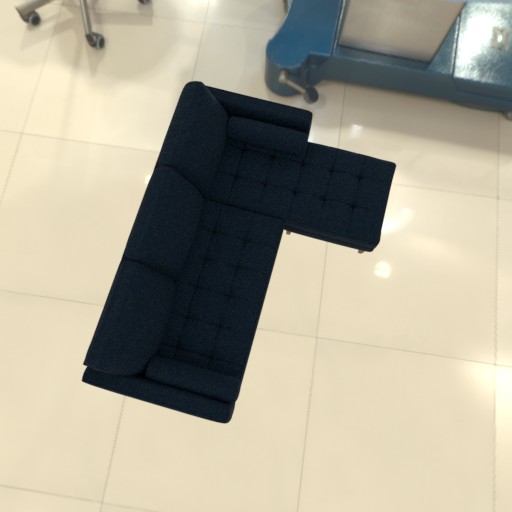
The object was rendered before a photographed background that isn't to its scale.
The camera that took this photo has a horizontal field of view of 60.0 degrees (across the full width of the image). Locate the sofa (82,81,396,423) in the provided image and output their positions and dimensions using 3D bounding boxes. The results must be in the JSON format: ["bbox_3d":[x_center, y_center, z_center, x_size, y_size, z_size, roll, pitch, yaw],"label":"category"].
[{"bbox_3d":[0.000,0.000,3.033,1.613,0.841,2.185,15,76,4],"label":"sofa"}]
